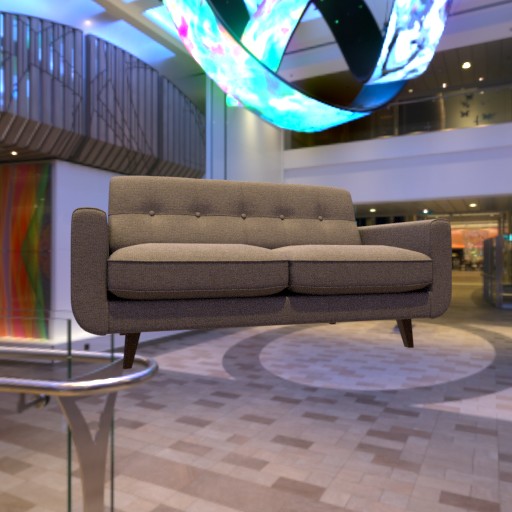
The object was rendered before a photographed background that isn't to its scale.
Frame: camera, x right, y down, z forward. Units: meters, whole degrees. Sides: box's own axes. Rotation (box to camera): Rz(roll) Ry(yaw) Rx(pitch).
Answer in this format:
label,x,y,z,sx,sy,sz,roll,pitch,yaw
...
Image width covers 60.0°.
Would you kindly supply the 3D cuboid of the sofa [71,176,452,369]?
label,x,y,z,sx,sy,sz,roll,pitch,yaw
sofa,0.000,0.000,2.192,1.631,0.841,0.909,0,0,-18
